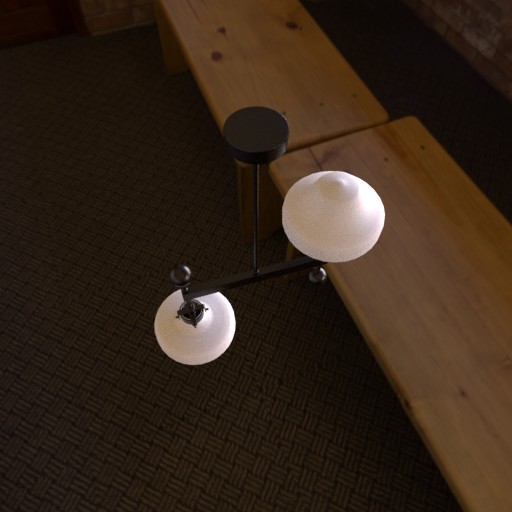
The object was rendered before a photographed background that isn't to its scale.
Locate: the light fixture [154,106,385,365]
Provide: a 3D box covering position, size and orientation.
[{"bbox_3d":[0.000,0.000,1.000,0.422,0.743,0.489,32,63,18],"label":"light fixture"}]
